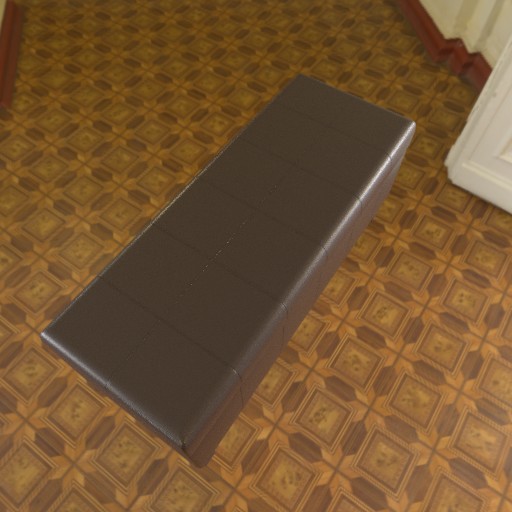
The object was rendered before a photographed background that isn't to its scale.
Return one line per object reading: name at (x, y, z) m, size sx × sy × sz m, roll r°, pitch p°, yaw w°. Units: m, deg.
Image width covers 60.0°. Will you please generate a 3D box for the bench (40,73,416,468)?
bench at (0.000, 0.000, 1.316) m, size 0.429 × 0.457 × 1.092 m, roll 30°, pitch 63°, yaw 17°
